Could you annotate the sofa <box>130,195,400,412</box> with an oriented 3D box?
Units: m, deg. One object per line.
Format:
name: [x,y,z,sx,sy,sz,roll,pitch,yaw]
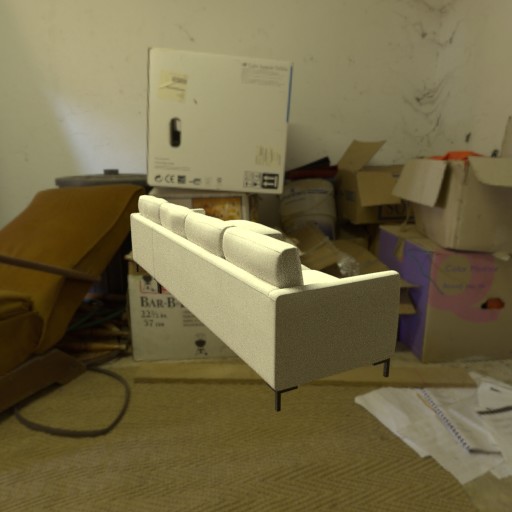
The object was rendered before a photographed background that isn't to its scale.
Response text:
sofa: [0.000,0.000,2.999,1.126,0.677,2.445,-7,16,-27]
